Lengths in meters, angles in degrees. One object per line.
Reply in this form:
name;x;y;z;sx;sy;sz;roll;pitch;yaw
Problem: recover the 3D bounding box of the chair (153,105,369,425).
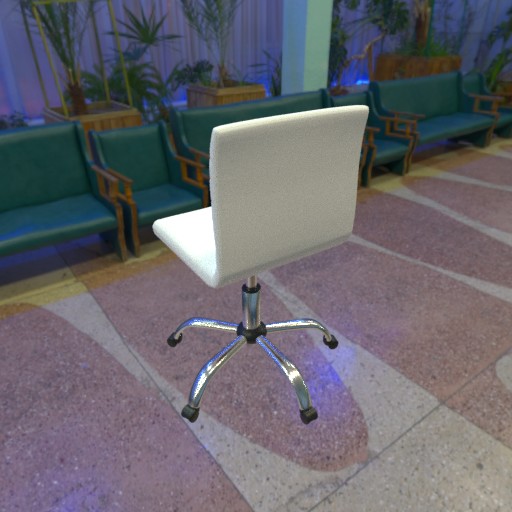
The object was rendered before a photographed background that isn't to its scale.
chair;0.000;0.000;1.172;0.556;0.780;0.530;-18;34;-30
